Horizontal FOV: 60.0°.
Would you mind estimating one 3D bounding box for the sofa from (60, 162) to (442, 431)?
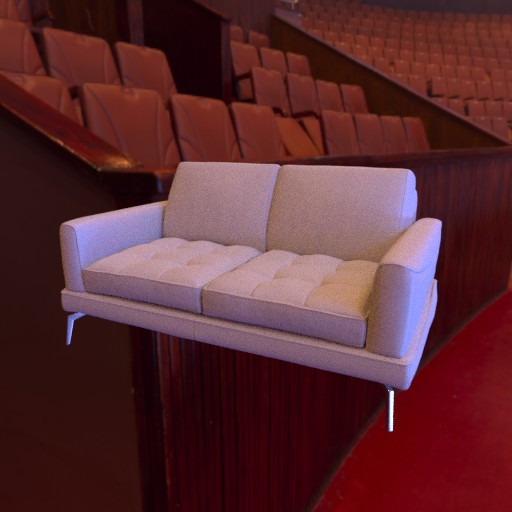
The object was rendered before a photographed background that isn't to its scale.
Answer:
[{"bbox_3d":[0.000,0.000,2.385,1.819,0.930,1.121,7,17,25],"label":"sofa"}]
